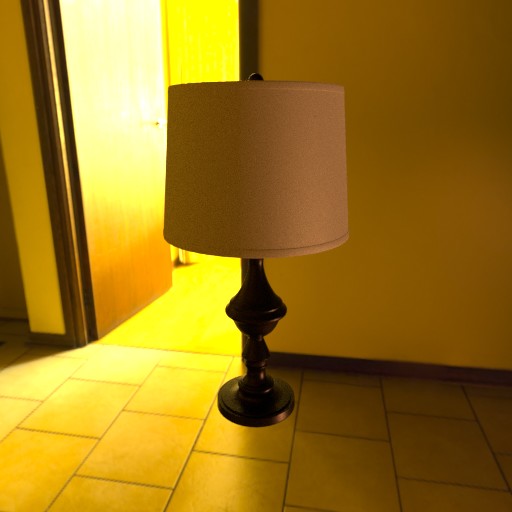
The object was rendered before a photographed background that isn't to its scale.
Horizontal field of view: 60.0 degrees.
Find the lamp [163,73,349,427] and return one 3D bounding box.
[{"bbox_3d":[0.000,0.000,0.948,0.383,0.726,0.383,0,17,0],"label":"lamp"}]
